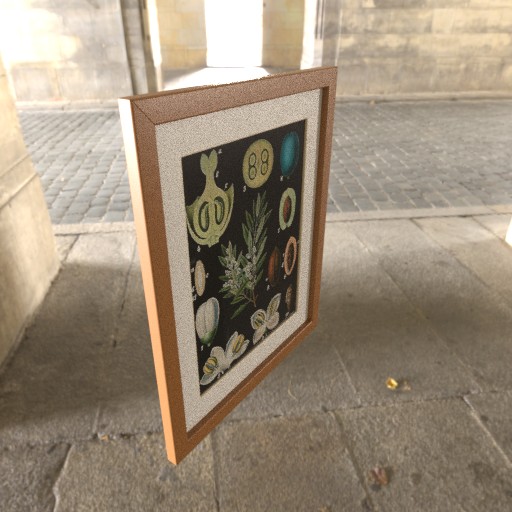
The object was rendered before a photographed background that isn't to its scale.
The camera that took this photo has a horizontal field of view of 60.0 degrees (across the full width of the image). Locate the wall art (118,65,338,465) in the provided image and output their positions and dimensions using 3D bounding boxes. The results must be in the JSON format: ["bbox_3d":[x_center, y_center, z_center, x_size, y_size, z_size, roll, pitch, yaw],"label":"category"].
[{"bbox_3d":[0.000,0.000,0.733,0.021,0.550,0.449,19,33,31],"label":"wall art"}]
